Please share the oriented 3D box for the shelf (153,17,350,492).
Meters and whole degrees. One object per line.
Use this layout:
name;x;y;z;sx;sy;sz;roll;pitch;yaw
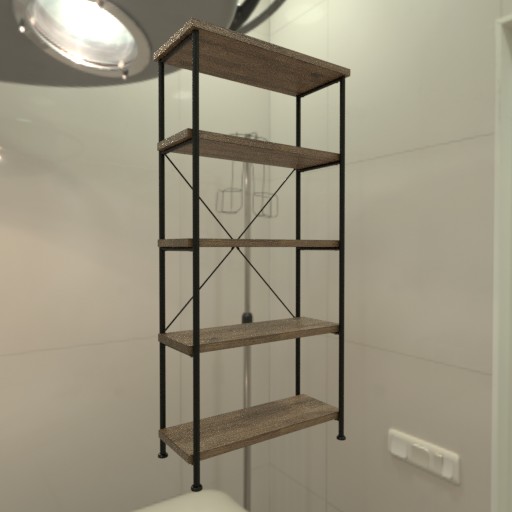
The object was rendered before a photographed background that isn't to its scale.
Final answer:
shelf;0.000;0.000;1.956;0.800;1.700;0.360;-1;1;-35
